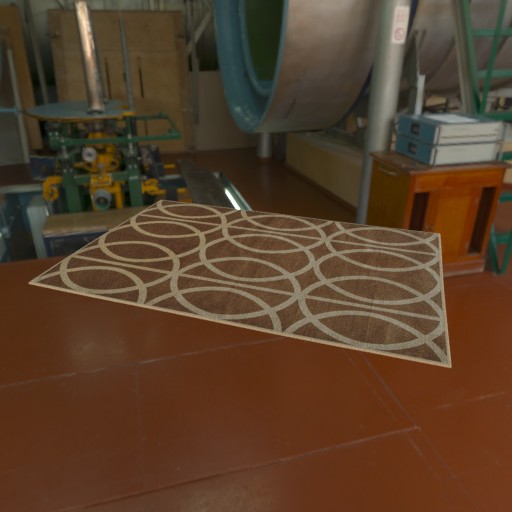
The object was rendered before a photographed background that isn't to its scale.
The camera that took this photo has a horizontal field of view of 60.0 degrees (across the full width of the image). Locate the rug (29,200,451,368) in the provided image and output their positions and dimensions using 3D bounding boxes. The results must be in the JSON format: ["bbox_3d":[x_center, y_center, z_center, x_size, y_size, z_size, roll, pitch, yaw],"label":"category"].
[{"bbox_3d":[0.000,0.000,2.879,2.290,0.014,1.526,9,28,17],"label":"rug"}]
